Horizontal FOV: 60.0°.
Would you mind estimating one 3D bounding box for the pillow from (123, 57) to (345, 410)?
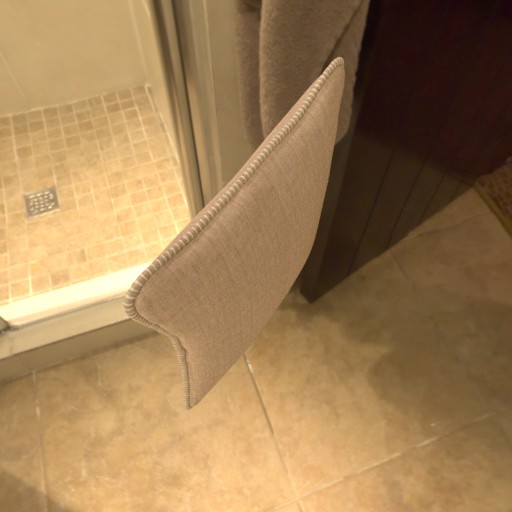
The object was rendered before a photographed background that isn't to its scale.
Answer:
[{"bbox_3d":[0.000,0.000,0.745,0.124,0.494,0.485,29,63,17],"label":"pillow"}]
